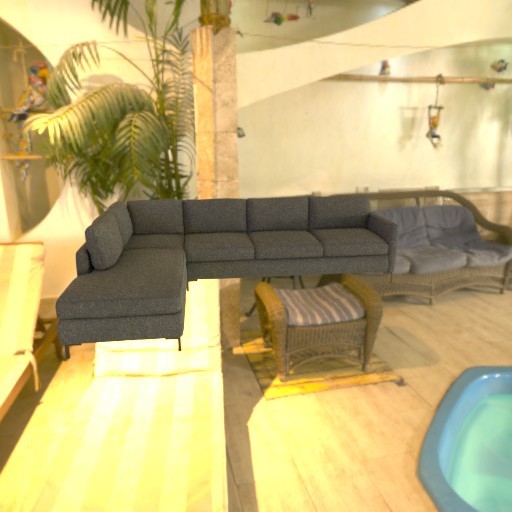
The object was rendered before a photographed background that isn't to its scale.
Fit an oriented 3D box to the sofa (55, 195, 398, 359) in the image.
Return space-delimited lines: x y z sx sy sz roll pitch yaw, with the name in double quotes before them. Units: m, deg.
"sofa" 0.000 0.000 4.014 2.949 0.815 2.007 -2 16 -8
